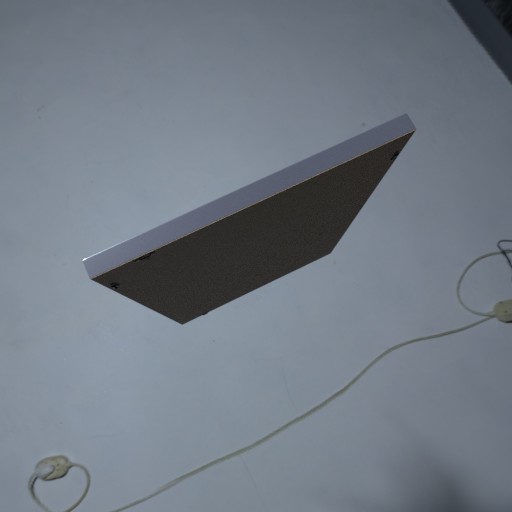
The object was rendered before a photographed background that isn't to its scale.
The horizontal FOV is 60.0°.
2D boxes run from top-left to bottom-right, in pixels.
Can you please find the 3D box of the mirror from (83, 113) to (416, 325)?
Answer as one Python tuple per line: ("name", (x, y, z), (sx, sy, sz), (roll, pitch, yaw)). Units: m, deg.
("mirror", (0.000, 0.000, 1.192), (0.609, 0.915, 0.040), (-25, 78, -6))
